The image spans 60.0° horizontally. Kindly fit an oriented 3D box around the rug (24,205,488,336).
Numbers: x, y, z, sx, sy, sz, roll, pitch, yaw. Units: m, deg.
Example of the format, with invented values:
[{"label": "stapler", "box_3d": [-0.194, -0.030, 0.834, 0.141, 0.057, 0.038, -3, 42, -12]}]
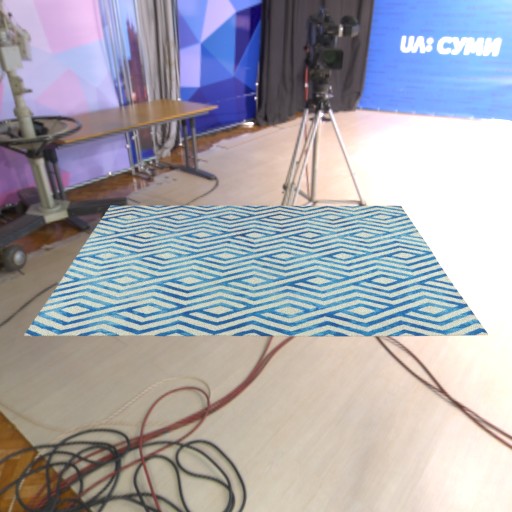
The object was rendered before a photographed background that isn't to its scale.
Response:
[{"label": "rug", "box_3d": [0.000, 0.000, 2.266, 1.830, 0.008, 1.225, 0, 31, 0]}]
